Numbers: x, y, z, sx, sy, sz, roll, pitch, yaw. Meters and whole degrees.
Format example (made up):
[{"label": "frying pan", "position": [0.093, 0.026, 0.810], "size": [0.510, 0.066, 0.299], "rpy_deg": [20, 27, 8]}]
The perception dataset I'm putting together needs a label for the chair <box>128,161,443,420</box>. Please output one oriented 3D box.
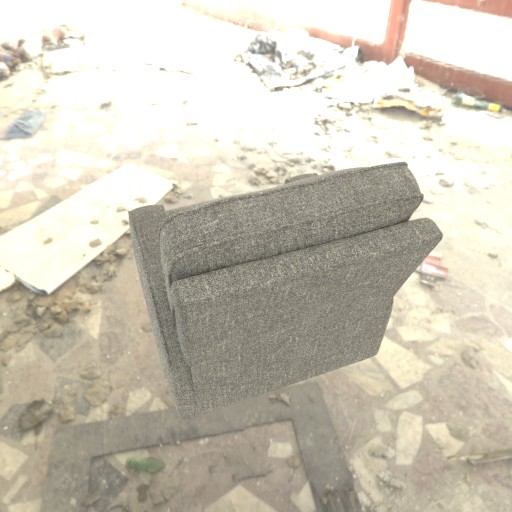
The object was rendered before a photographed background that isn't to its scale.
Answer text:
[{"label": "chair", "position": [0.000, 0.000, 1.679], "size": [0.861, 0.962, 0.964], "rpy_deg": [-14, 43, -15]}]
